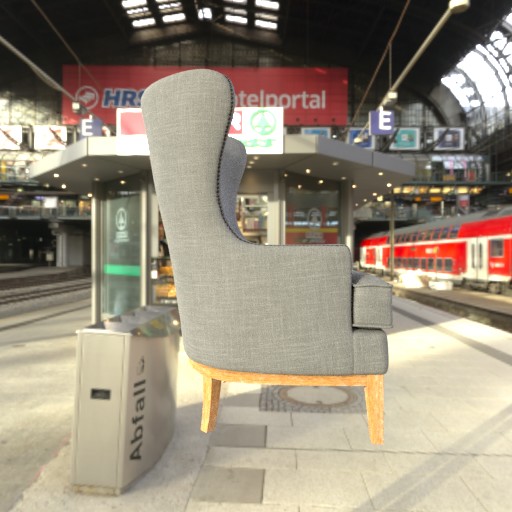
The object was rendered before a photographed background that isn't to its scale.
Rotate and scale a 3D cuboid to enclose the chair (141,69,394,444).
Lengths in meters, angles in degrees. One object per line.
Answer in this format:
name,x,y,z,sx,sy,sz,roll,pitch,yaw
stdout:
chair,0.000,0.000,1.782,0.883,1.176,0.864,0,0,1
